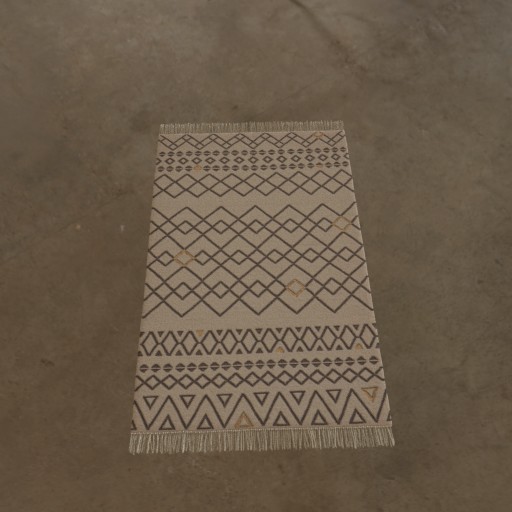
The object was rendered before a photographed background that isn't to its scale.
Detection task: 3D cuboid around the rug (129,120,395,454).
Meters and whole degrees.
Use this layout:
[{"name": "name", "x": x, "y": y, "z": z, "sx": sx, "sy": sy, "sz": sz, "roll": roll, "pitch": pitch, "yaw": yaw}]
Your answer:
[{"name": "rug", "x": 0.000, "y": 0.000, "z": 2.490, "sx": 1.224, "sy": 0.028, "sz": 2.023, "roll": -1, "pitch": 62, "yaw": -1}]
